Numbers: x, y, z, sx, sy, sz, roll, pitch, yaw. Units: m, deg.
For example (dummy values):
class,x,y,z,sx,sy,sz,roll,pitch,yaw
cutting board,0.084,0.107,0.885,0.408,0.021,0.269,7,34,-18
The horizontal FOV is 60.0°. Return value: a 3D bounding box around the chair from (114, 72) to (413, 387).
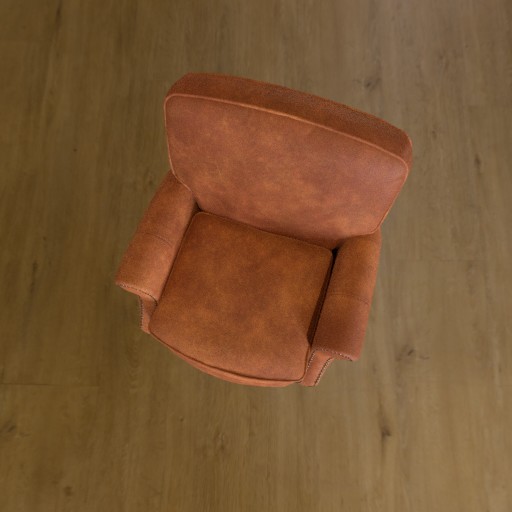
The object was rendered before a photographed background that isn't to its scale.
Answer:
class,x,y,z,sx,sy,sz,roll,pitch,yaw
chair,0.000,0.000,1.735,0.936,1.018,0.986,17,76,4
